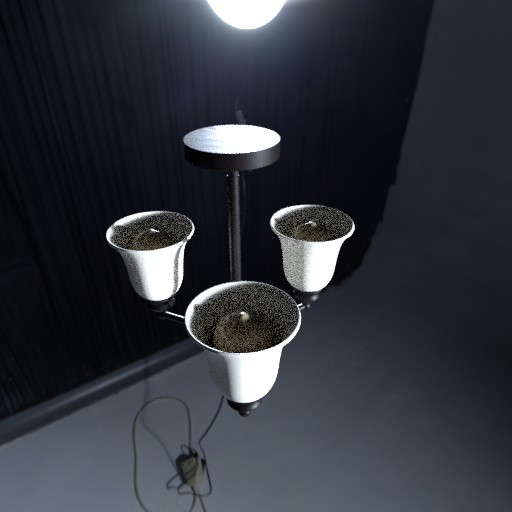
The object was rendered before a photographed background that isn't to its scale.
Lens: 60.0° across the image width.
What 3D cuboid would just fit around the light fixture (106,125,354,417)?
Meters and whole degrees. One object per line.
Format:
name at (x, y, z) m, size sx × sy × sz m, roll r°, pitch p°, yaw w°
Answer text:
light fixture at (0.000, 0.000, 0.666) m, size 0.354 × 0.370 × 0.388 m, roll -20°, pitch 37°, yaw -30°
